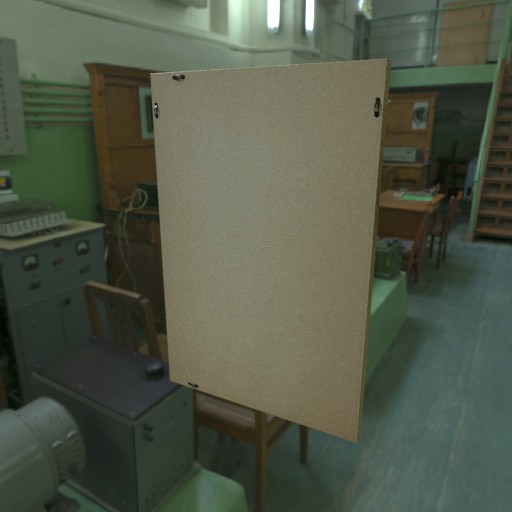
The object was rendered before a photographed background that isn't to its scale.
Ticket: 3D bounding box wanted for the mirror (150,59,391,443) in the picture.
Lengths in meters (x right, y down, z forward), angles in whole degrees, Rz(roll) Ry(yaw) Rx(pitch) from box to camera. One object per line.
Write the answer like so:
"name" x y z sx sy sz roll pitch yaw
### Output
"mirror" 0.000 0.000 1.164 0.609 0.915 0.041 9 19 27
